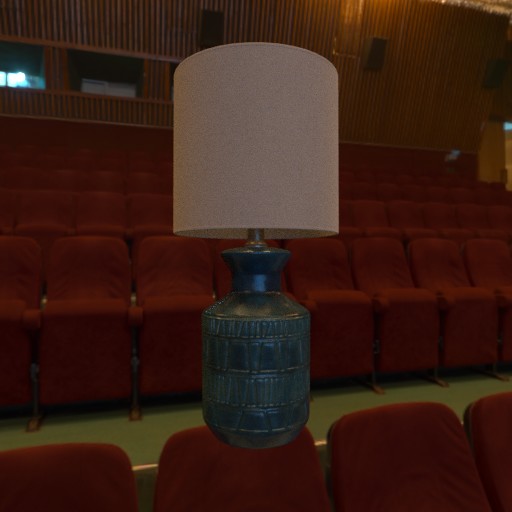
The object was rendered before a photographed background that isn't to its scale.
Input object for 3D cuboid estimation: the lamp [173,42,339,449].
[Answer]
[{"bbox_3d":[0.000,0.000,0.576,0.211,0.455,0.211,0,-1,-17],"label":"lamp"}]
